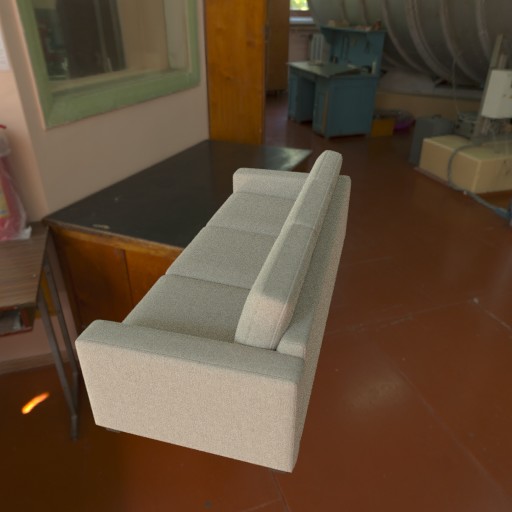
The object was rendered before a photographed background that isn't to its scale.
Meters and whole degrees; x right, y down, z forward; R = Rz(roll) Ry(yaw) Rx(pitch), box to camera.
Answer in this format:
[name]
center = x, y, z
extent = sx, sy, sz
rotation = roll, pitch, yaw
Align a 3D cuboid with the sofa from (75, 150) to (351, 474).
[sofa]
center = 0.000, 0.000, 2.584
extent = 0.900, 0.800, 2.160
rotation = 8, 30, 13
